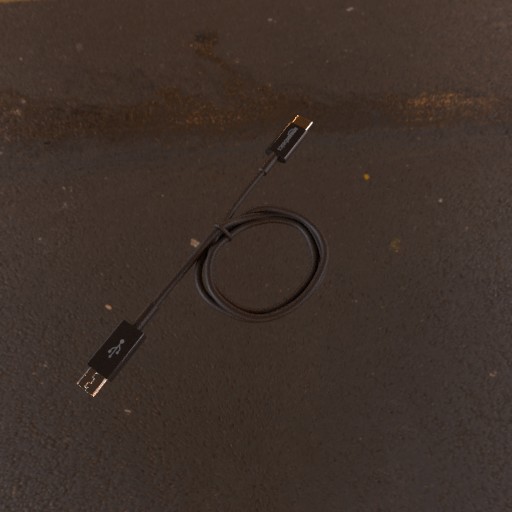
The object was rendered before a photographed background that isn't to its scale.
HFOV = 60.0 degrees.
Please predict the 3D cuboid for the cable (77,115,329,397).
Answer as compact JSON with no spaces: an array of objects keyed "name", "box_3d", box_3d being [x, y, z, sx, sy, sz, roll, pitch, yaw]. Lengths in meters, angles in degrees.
[{"name":"cable","box_3d":[0.000,0.000,0.223,0.070,0.014,0.192,30,67,15]}]
